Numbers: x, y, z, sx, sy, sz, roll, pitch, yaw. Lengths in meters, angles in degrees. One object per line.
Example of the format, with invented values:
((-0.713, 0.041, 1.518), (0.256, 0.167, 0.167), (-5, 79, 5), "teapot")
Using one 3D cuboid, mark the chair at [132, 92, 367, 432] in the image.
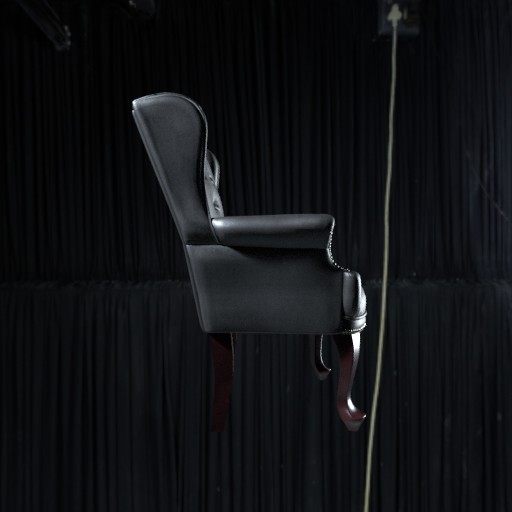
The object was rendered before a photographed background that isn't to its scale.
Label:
((0.000, 0.000, 1.735), (0.822, 1.133, 0.831), (0, 0, -1), "chair")
